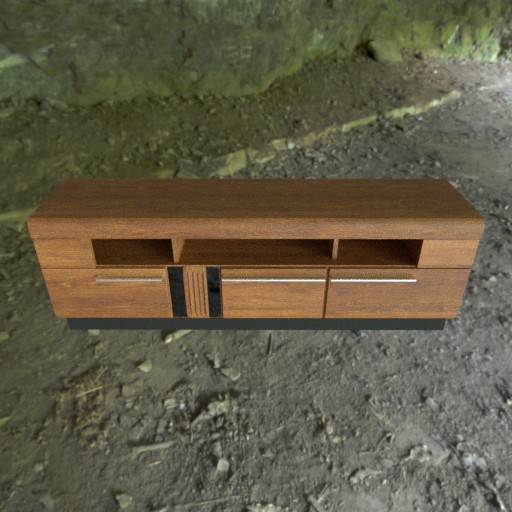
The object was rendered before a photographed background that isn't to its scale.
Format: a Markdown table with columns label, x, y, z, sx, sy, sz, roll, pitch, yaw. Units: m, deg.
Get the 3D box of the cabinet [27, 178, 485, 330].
| label | x | y | z | sx | sy | sz | roll | pitch | yaw |
| --- | --- | --- | --- | --- | --- | --- | --- | --- | --- |
| cabinet | 0.000 | 0.000 | 1.826 | 1.600 | 0.510 | 0.419 | 0 | 31 | 0 |
